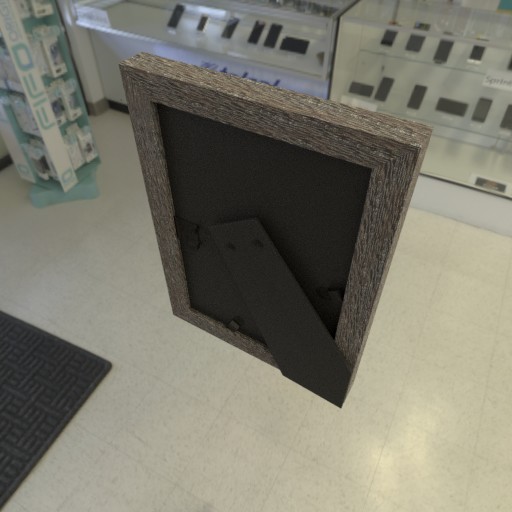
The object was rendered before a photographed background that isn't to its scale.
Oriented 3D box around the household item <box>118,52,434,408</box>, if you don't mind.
[{"bbox_3d":[0.000,0.000,0.237,0.133,0.180,0.020,23,50,21],"label":"household item"}]
